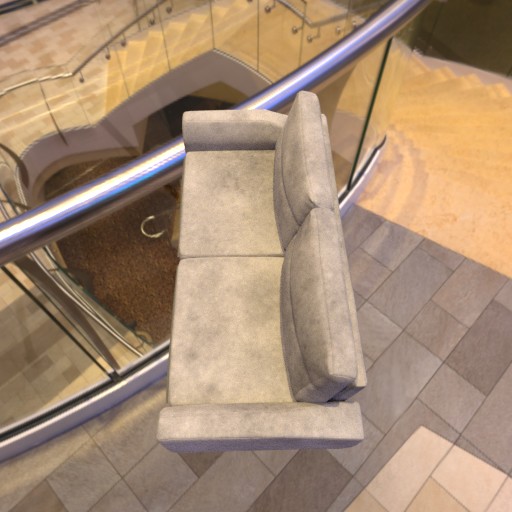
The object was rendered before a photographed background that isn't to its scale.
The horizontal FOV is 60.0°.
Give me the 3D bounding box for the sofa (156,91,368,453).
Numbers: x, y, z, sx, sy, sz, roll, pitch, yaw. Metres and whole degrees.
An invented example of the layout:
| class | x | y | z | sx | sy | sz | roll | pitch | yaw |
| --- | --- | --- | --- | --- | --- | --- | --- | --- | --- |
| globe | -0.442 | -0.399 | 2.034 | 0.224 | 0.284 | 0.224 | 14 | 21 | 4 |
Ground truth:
| class | x | y | z | sx | sy | sz | roll | pitch | yaw |
| --- | --- | --- | --- | --- | --- | --- | --- | --- | --- |
| sofa | 0.000 | 0.000 | 2.311 | 0.849 | 0.859 | 1.837 | -1 | 59 | -1 |
